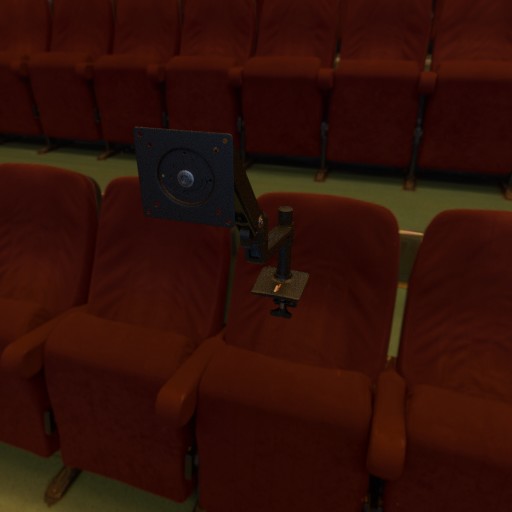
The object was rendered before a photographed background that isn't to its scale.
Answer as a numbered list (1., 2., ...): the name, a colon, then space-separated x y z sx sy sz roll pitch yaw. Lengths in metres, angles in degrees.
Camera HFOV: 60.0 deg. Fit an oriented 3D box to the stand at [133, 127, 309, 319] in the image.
1. stand: 0.000 0.000 1.031 0.152 0.713 0.650 9 30 15
